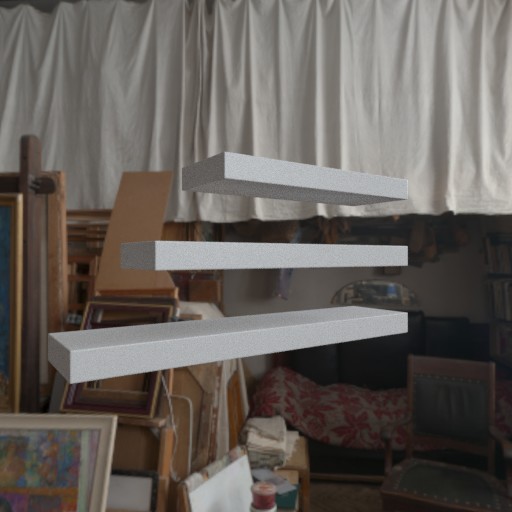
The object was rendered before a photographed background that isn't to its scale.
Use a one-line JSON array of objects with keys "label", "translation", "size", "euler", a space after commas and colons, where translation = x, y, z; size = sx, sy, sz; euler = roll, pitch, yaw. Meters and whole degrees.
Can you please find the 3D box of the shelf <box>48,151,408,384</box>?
[{"label": "shelf", "translation": [0.000, 0.000, 0.735], "size": [0.610, 0.293, 0.140], "euler": [0, 0, -34]}]
